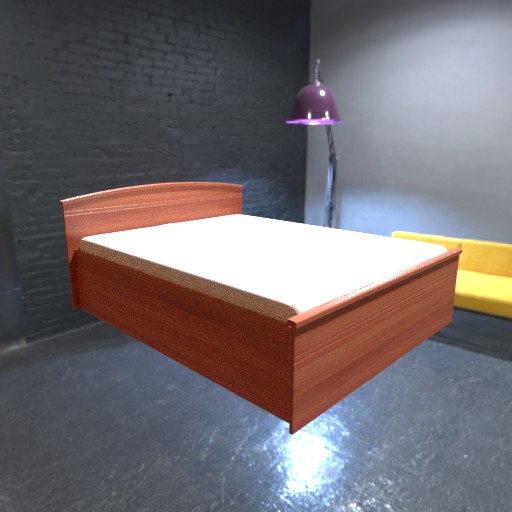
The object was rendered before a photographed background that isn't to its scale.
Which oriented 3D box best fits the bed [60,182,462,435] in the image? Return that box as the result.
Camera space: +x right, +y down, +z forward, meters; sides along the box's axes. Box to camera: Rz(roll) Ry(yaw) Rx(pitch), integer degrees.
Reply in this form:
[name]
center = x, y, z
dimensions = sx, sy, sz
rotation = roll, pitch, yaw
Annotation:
[bed]
center = 0.000, 0.000, 2.966
dimensions = 2.053, 0.848, 1.683
rotation = 13, 19, 42
